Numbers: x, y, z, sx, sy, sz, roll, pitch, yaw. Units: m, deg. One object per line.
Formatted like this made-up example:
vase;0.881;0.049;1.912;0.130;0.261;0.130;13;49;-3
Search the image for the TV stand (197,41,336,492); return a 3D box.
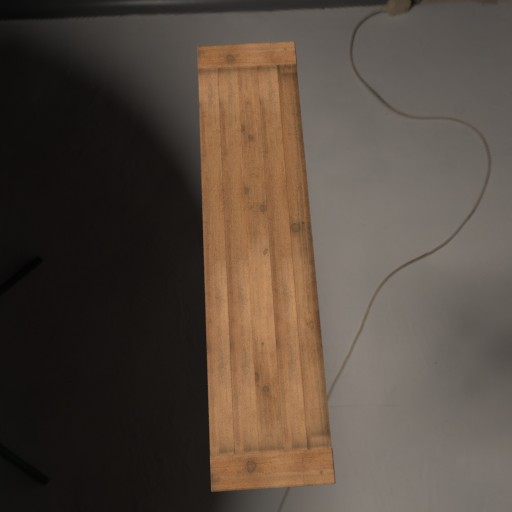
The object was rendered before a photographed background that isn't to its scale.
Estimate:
TV stand;0.000;0.000;2.031;0.453;0.573;1.804;-3;76;-1
